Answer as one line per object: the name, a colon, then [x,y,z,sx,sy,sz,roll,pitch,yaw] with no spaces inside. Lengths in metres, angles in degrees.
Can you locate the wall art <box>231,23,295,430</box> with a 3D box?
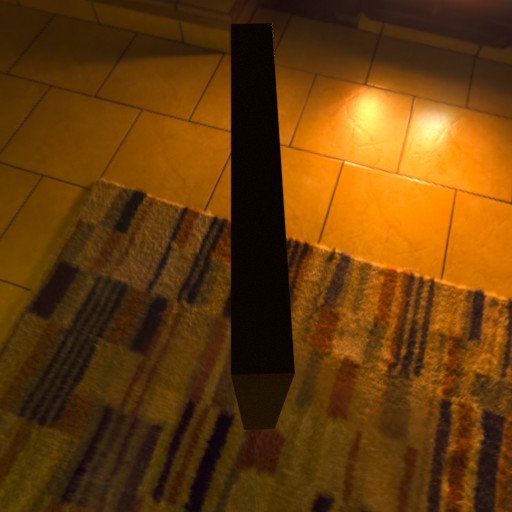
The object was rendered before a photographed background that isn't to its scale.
wall art: [0.000,0.000,0.455,0.037,0.303,0.304,-1,63,-1]
